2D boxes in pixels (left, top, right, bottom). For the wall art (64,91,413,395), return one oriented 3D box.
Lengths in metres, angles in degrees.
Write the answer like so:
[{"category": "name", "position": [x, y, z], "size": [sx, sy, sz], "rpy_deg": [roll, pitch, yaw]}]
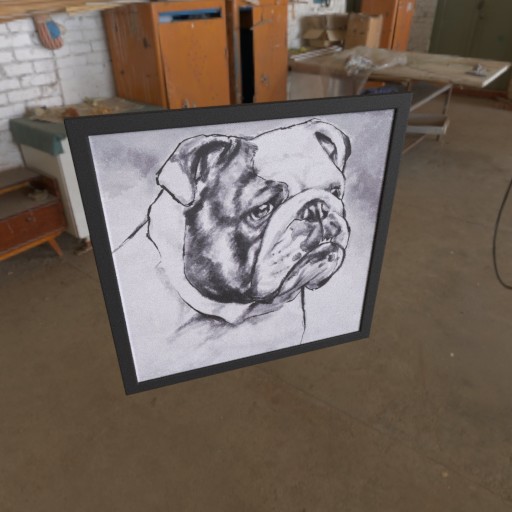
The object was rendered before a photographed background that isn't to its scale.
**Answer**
[{"category": "wall art", "position": [0.000, 0.000, 0.836], "size": [0.562, 0.558, 0.012], "rpy_deg": [-10, 33, -15]}]
